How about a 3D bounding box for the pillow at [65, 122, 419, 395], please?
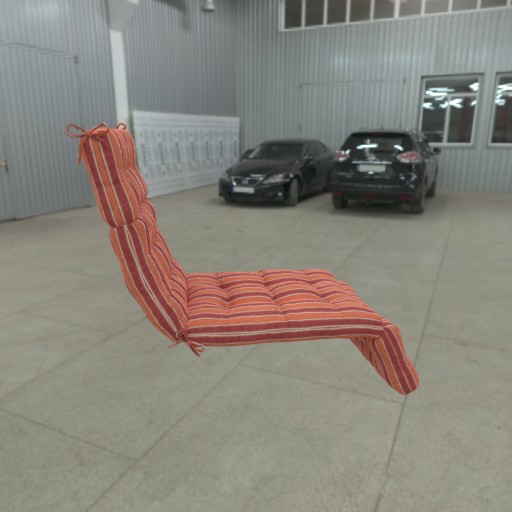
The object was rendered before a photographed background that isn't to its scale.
[{"bbox_3d":[0.000,0.000,1.485,1.016,0.863,0.526,-3,16,-9],"label":"pillow"}]
